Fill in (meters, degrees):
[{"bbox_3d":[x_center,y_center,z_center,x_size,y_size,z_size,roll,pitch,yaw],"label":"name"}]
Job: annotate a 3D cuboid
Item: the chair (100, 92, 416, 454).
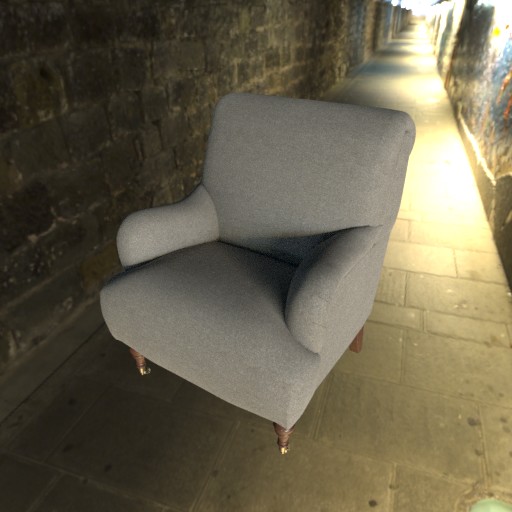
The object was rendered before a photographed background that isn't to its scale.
[{"bbox_3d":[0.000,0.000,1.526,0.766,0.942,0.843,18,34,29],"label":"chair"}]
